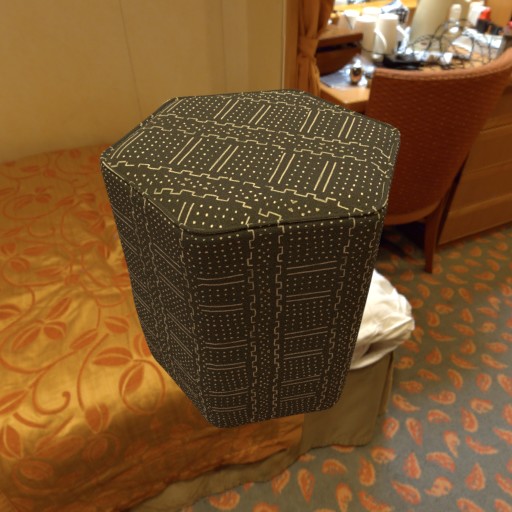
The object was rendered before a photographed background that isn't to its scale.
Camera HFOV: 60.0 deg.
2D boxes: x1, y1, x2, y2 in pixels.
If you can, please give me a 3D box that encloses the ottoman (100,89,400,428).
[{"bbox_3d":[0.000,0.000,0.866,0.443,0.502,0.494,13,43,14],"label":"ottoman"}]
